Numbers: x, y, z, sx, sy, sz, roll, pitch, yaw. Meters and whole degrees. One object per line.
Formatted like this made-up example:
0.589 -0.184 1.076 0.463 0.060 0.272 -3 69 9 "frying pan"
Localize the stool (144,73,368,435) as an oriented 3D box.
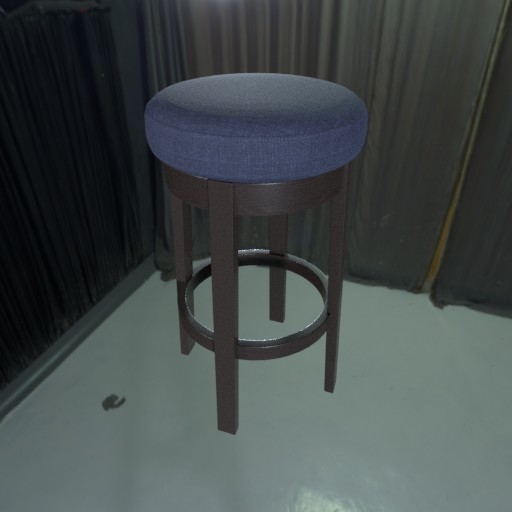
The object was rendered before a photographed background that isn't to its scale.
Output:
0.000 0.000 1.046 0.446 0.758 0.446 0 33 0 "stool"
